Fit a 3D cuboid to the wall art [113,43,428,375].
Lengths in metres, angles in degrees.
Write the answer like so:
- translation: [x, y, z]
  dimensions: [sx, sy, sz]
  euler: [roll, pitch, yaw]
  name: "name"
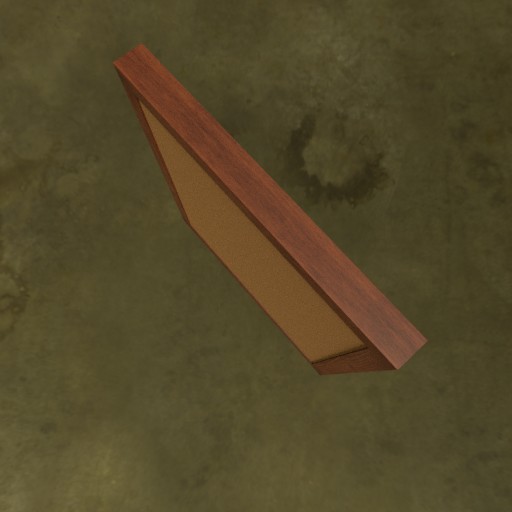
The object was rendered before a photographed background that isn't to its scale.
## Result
- translation: [0.000, 0.000, 0.523]
  dimensions: [0.030, 0.381, 0.330]
  euler: [-40, 78, -10]
  name: "wall art"
